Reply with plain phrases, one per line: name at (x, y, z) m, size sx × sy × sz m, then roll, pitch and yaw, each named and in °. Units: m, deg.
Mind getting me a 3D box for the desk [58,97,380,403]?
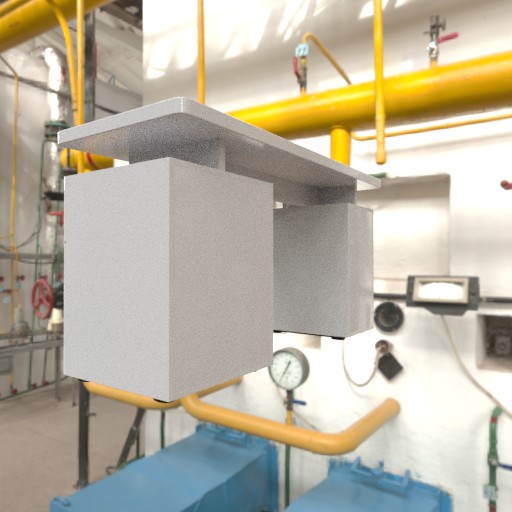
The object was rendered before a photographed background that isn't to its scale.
desk at (0.000, 0.000, 1.790) m, size 0.550 × 0.762 × 1.400 m, roll 0°, pitch 0°, yaw 35°
